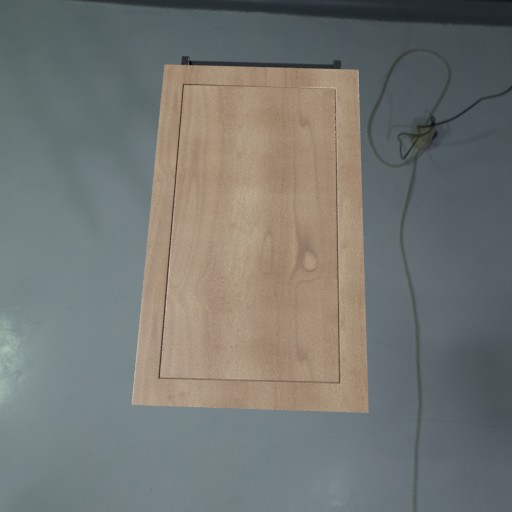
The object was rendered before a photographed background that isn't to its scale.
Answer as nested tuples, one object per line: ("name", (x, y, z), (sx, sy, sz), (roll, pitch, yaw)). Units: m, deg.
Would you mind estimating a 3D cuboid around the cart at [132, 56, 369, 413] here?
("cart", (0.000, 0.000, 1.393), (0.459, 0.901, 0.840), (2, 76, 0))
